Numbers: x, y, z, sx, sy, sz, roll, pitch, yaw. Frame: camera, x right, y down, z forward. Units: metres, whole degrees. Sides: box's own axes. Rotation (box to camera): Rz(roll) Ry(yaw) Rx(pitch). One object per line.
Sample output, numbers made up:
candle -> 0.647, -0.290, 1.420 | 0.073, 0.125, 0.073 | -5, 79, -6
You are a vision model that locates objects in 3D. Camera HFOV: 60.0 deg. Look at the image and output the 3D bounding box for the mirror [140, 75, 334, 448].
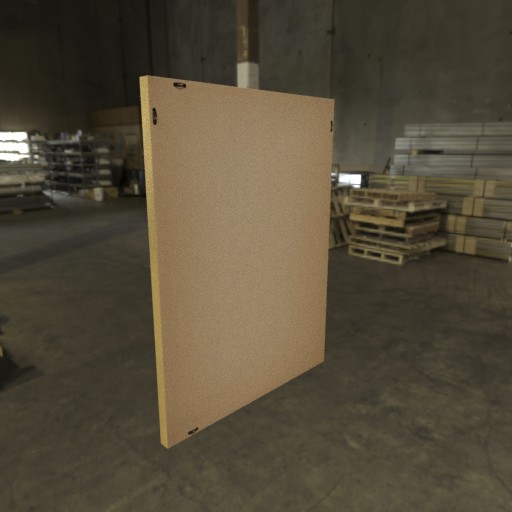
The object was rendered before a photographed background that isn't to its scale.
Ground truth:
mirror -> 0.000, 0.000, 1.441 | 0.040, 1.016, 0.762 | 13, 19, 43
